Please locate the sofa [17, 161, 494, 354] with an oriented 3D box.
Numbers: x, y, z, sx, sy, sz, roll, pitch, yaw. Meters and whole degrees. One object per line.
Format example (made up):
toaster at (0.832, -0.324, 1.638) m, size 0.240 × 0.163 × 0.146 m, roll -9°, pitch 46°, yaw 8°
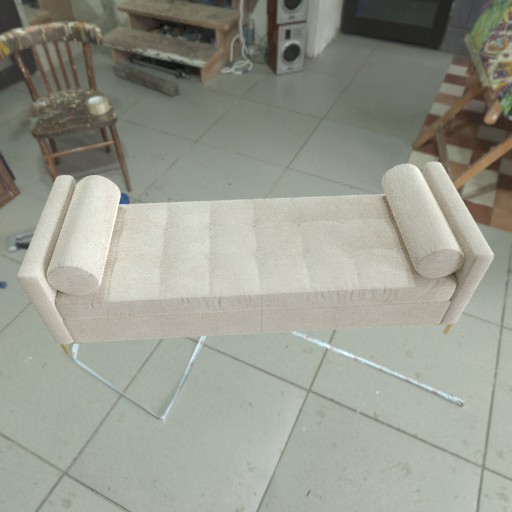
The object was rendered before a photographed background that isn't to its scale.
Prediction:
sofa at (0.000, 0.000, 2.270) m, size 1.981 × 0.635 × 0.686 m, roll -3°, pitch 47°, yaw -2°
